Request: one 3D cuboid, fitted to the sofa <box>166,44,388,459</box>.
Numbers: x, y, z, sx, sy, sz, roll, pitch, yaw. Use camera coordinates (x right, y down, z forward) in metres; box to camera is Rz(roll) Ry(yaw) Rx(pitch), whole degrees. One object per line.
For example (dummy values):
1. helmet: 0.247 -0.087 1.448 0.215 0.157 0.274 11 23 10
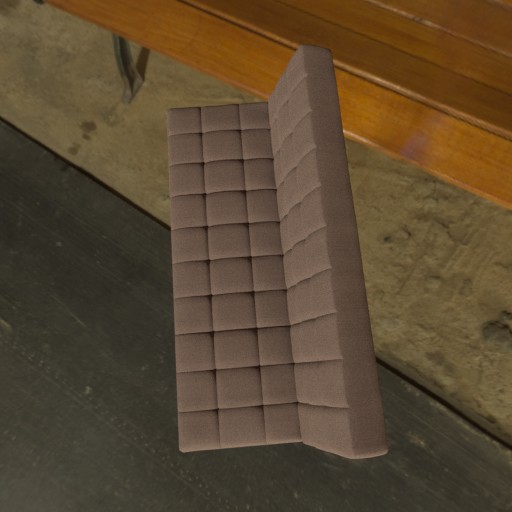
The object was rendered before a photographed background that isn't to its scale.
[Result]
1. sofa: 0.000 0.000 2.203 0.860 0.810 1.800 -5 76 -1
